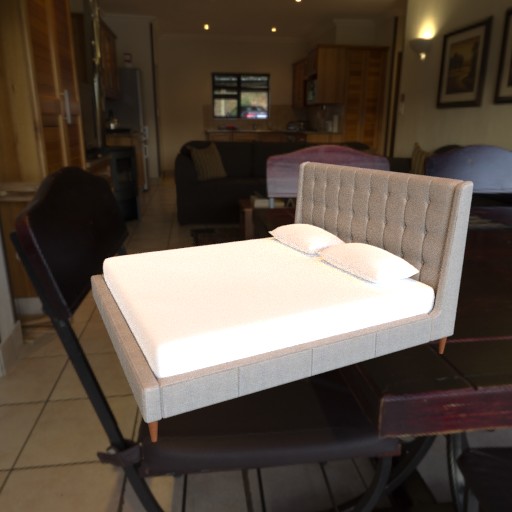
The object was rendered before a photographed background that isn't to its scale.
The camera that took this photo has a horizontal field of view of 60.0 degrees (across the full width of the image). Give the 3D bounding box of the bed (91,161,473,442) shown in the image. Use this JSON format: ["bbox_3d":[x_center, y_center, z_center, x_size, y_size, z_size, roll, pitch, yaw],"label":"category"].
[{"bbox_3d":[0.000,0.000,3.578,2.342,1.289,2.062,-8,18,-26],"label":"bed"}]
